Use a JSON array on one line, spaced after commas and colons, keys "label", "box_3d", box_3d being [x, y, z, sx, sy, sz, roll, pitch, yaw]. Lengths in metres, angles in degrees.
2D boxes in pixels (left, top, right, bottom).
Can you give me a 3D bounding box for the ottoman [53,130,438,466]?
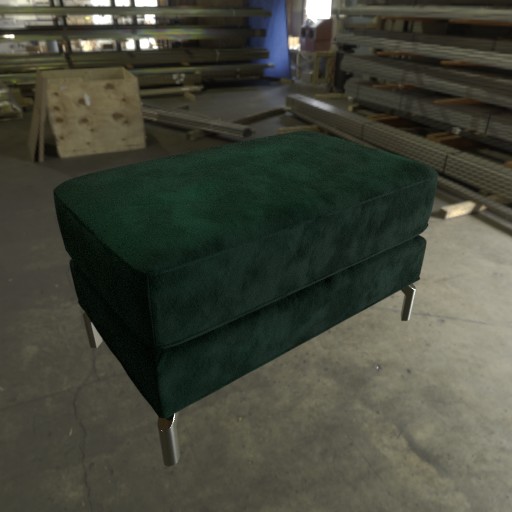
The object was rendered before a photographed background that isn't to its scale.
[{"label": "ottoman", "box_3d": [0.000, 0.000, 1.241, 0.886, 0.533, 0.536, -21, 36, -32]}]
